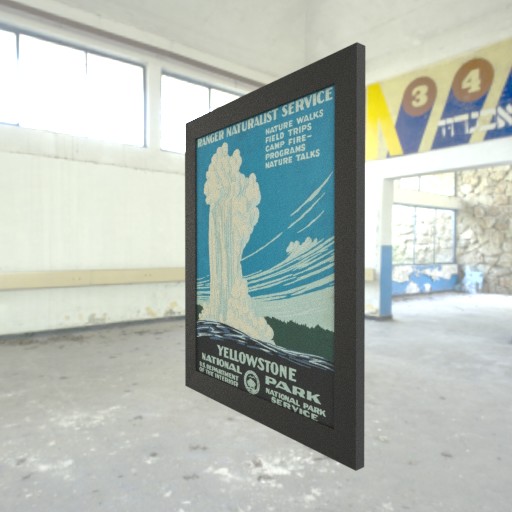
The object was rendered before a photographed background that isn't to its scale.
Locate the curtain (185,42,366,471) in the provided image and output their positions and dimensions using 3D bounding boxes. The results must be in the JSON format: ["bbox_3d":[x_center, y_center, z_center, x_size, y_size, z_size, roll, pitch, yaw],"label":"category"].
[{"bbox_3d":[0.000,0.000,0.804,0.027,0.585,0.483,-1,1,-38],"label":"curtain"}]
